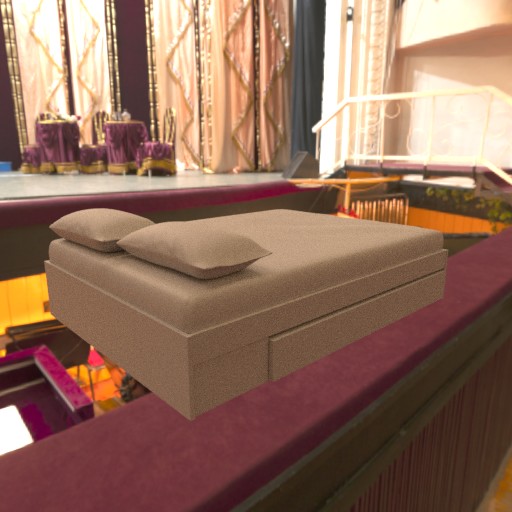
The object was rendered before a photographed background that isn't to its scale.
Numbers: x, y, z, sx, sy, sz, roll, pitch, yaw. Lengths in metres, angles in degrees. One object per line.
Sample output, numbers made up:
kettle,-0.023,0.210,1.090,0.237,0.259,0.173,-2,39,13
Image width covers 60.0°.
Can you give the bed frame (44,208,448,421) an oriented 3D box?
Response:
bed frame,0.000,0.000,2.647,1.950,0.629,1.450,-12,19,-41
